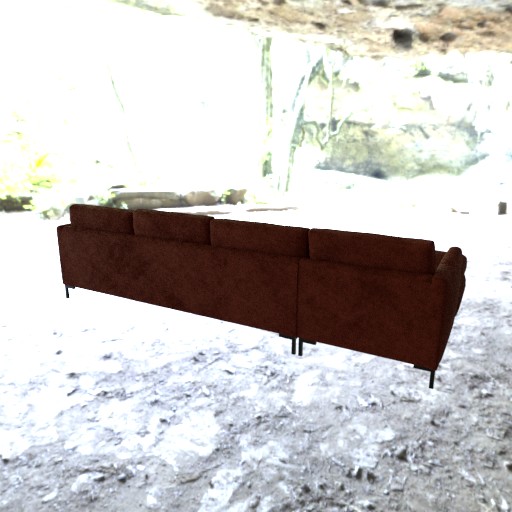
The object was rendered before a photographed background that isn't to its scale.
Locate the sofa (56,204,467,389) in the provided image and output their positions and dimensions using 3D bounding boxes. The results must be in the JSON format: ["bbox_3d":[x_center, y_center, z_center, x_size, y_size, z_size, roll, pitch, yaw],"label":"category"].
[{"bbox_3d":[0.000,0.000,2.899,2.467,0.663,1.136,8,17,28],"label":"sofa"}]
